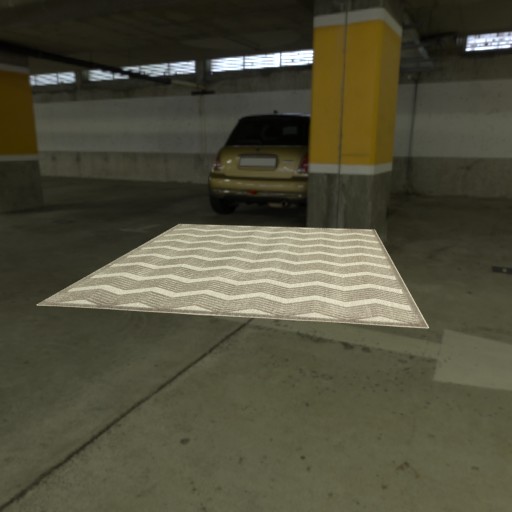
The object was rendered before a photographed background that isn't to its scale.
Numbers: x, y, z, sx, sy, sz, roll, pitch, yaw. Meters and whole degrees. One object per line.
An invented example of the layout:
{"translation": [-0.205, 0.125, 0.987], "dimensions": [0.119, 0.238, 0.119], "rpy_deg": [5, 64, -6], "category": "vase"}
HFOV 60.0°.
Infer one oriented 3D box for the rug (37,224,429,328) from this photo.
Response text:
{"translation": [0.000, 0.000, 4.020], "dimensions": [2.391, 0.005, 2.880], "rpy_deg": [2, 15, 8], "category": "rug"}
